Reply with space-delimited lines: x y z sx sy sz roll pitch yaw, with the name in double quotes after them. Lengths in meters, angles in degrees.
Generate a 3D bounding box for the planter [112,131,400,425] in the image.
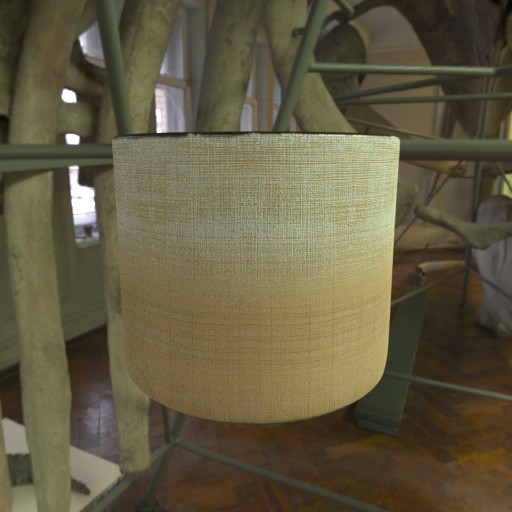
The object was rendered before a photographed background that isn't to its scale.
0.000 0.000 0.426 0.254 0.221 0.254 0 13 0 "planter"
